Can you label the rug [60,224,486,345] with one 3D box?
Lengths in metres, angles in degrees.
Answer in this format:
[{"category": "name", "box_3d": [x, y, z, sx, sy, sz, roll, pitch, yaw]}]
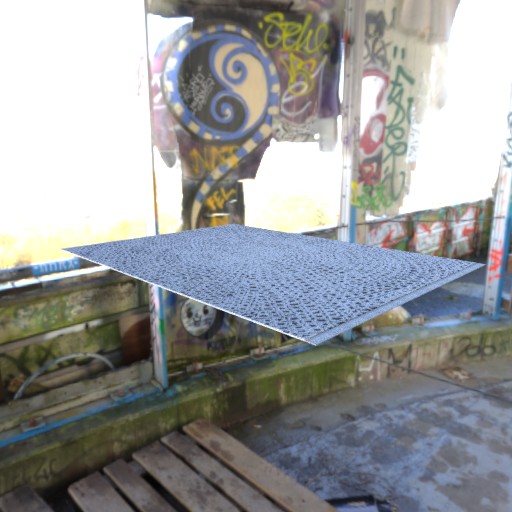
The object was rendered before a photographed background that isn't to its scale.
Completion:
[{"category": "rug", "box_3d": [0.000, 0.000, 2.082, 1.190, 0.003, 1.634, -12, 18, -43]}]
